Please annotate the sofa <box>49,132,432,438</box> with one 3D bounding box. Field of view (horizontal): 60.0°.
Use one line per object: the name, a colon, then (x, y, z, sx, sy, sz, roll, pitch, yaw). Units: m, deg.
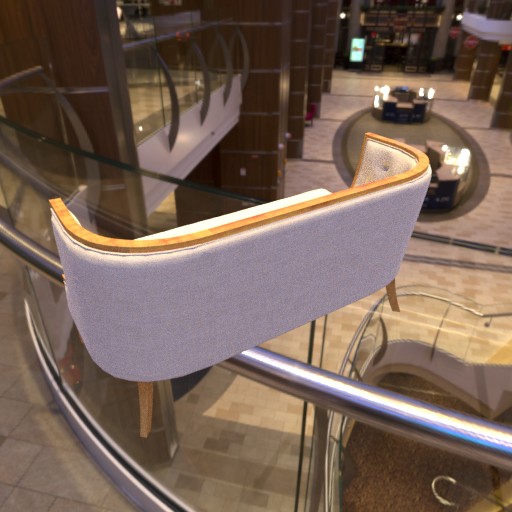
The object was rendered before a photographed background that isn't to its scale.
sofa: (0.000, 0.000, 1.885, 1.474, 0.775, 0.770, -19, 36, -28)
